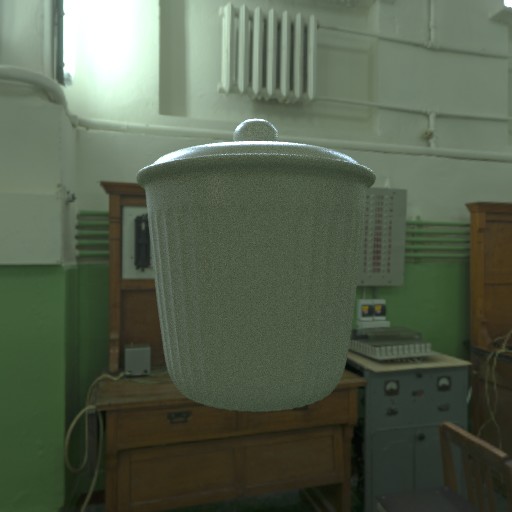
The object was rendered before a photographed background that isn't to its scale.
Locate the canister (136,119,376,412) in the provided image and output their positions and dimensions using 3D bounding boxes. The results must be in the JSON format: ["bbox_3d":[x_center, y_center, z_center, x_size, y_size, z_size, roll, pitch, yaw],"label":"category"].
[{"bbox_3d":[0.000,0.000,0.346,0.181,0.211,0.181,0,0,0],"label":"canister"}]
